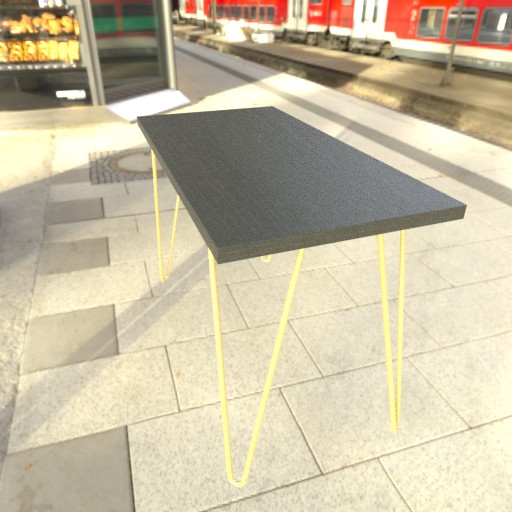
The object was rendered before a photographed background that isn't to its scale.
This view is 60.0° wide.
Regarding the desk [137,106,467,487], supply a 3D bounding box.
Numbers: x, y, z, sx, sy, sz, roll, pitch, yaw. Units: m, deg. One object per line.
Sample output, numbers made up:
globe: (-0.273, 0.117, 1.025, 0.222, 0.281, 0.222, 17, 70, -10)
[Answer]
desk: (0.000, 0.000, 1.344, 0.499, 0.660, 0.991, -10, 31, -18)
